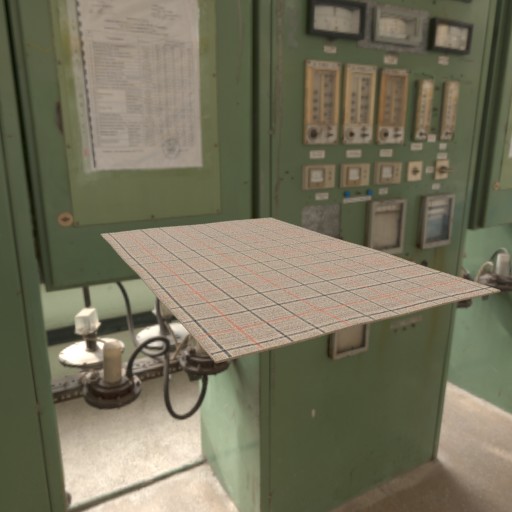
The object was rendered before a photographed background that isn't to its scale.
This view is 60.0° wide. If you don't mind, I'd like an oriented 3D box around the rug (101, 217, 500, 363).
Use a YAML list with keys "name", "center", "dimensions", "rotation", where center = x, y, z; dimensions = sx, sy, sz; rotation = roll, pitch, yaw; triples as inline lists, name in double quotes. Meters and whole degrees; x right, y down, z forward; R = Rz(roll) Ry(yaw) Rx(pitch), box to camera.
- name: "rug"
  center: [0.000, 0.000, 2.256]
  dimensions: [1.220, 0.013, 1.829]
  rotation: [-8, 17, -27]
